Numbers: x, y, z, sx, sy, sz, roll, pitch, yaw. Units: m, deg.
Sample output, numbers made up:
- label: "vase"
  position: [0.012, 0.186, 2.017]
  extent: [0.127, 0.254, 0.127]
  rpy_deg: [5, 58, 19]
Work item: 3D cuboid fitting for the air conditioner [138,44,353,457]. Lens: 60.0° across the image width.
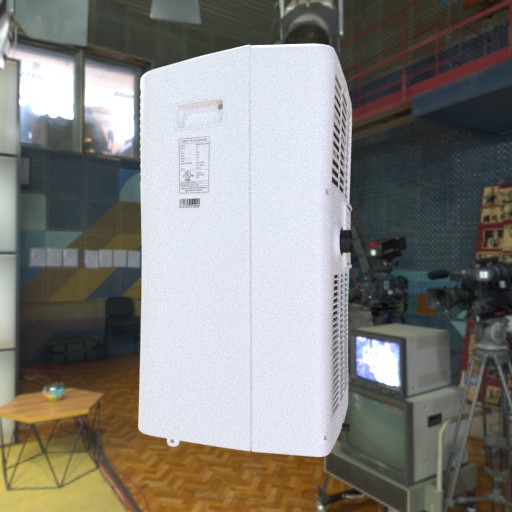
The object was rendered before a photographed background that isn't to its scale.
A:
- label: "air conditioner"
  position: [0.000, 0.000, 0.787]
  extent: [0.349, 0.606, 0.304]
  rpy_deg: [0, -1, 18]
